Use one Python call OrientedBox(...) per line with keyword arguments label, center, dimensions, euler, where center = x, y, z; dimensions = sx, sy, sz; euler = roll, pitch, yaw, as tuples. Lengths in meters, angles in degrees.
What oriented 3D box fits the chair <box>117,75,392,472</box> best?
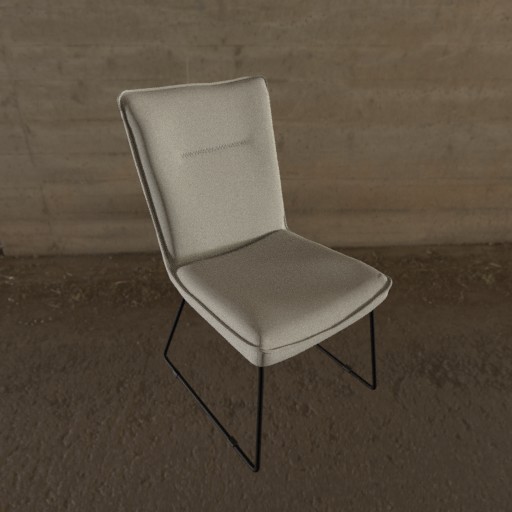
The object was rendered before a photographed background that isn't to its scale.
OrientedBox(label="chair", center=(0.000, 0.000, 1.362), dimensions=(0.515, 0.930, 0.688), euler=(-21, 37, -31))
